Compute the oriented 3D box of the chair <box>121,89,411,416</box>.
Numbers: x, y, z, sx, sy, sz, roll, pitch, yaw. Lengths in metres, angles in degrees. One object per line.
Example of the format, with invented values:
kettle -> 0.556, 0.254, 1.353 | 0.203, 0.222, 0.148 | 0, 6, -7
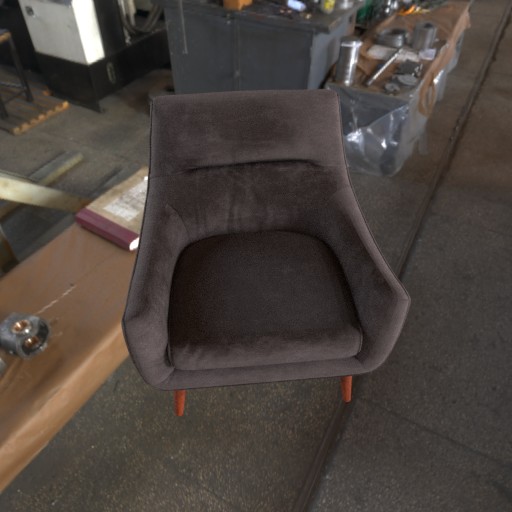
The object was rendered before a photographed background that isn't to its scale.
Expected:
chair -> 0.000, 0.000, 1.494 | 0.762, 0.838, 0.787 | -4, 45, -4
